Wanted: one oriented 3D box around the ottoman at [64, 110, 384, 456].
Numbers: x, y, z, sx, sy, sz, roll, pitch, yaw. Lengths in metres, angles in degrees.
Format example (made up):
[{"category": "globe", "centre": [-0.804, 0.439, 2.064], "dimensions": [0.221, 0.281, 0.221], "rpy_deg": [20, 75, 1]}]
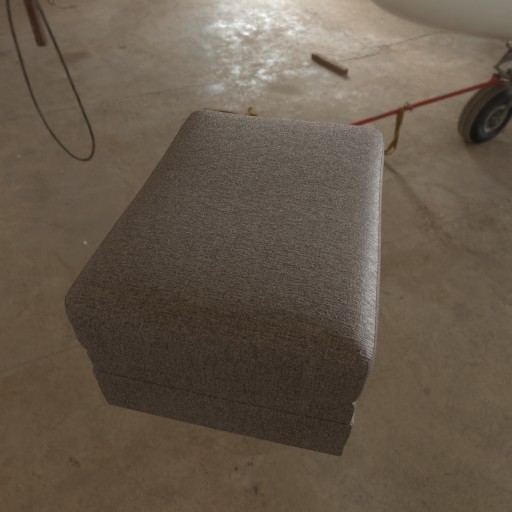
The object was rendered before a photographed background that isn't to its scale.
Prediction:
[{"category": "ottoman", "centre": [0.000, 0.000, 1.252], "dimensions": [0.637, 0.478, 0.885], "rpy_deg": [9, 46, 9]}]
